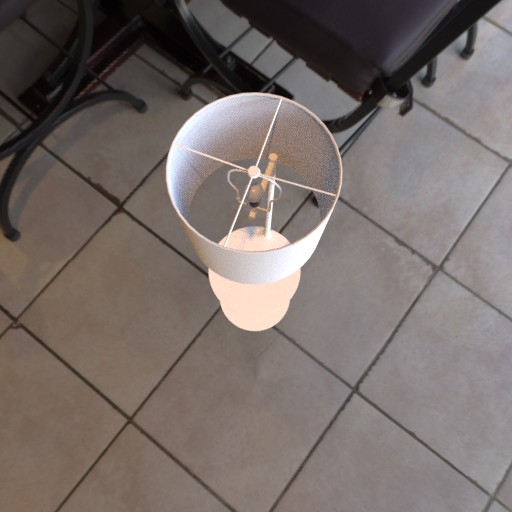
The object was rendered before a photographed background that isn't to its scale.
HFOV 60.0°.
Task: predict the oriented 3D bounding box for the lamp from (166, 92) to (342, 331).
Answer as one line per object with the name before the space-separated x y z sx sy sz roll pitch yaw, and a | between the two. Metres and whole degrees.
lamp | 0.000 0.000 1.641 0.372 1.465 0.405 19 75 5
